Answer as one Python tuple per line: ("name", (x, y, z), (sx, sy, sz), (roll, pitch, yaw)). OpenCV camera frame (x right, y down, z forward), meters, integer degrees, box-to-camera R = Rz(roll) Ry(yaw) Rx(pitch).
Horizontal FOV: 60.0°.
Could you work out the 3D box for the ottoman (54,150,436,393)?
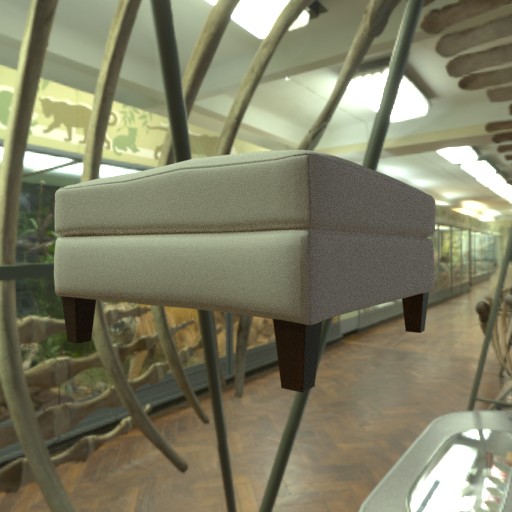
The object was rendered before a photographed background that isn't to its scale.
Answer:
("ottoman", (0.000, 0.000, 1.326), (0.838, 0.479, 0.838), (0, 1, 36))
